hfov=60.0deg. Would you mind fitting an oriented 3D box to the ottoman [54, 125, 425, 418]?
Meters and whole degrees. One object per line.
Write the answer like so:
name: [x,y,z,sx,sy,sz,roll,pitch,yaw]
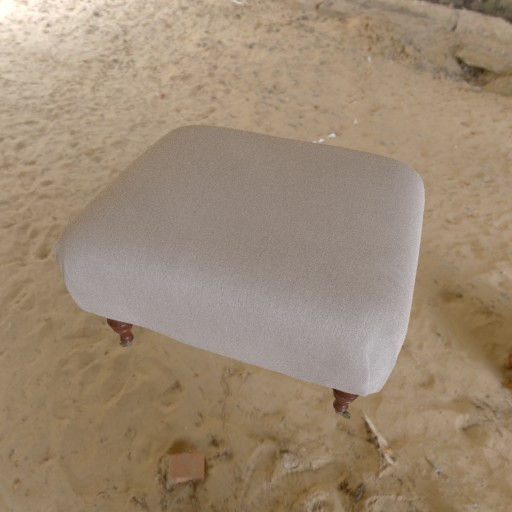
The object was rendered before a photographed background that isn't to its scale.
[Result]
ottoman: [0.000,0.000,1.126,0.746,0.450,0.622,14,44,15]
